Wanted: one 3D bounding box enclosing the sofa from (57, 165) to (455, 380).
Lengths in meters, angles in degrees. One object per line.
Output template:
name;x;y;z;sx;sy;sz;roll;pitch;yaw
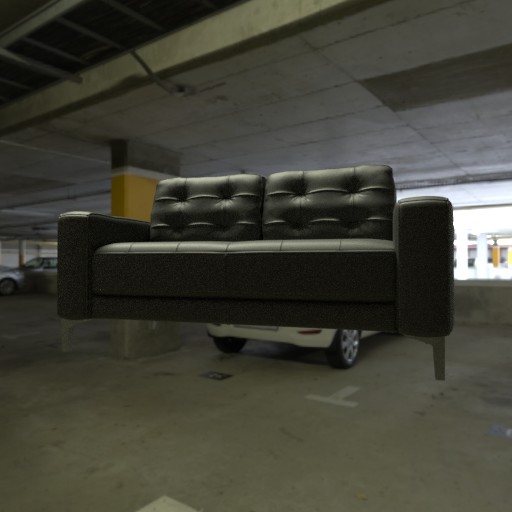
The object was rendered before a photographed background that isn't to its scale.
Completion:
sofa;0.000;0.000;2.179;1.726;0.892;0.833;0;-1;18
